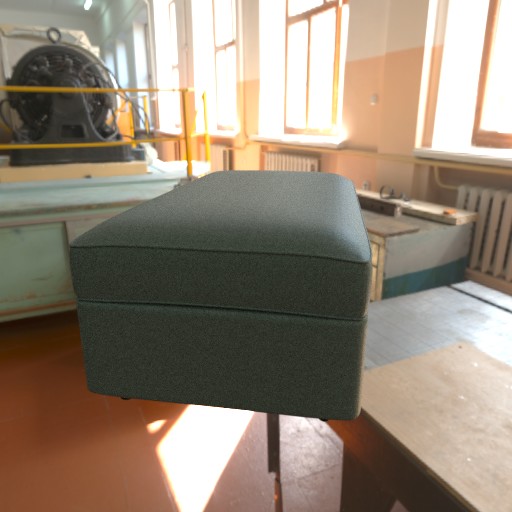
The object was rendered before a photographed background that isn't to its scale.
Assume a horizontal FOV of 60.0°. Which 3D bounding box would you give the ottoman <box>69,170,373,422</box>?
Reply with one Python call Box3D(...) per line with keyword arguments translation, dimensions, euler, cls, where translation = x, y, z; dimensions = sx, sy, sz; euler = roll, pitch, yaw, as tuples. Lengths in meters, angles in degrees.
Box3D(translation=(0.000, 0.000, 1.530), dimensions=(0.681, 0.494, 1.173), euler=(3, 18, 9), cls="ottoman")
